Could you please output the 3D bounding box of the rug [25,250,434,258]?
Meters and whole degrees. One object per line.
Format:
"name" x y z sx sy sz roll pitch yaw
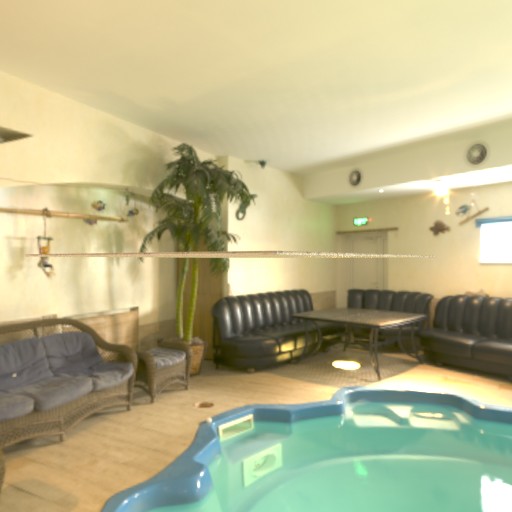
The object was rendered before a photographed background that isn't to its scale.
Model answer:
"rug" 0.000 0.000 4.112 2.420 0.019 3.038 0 -1 36
